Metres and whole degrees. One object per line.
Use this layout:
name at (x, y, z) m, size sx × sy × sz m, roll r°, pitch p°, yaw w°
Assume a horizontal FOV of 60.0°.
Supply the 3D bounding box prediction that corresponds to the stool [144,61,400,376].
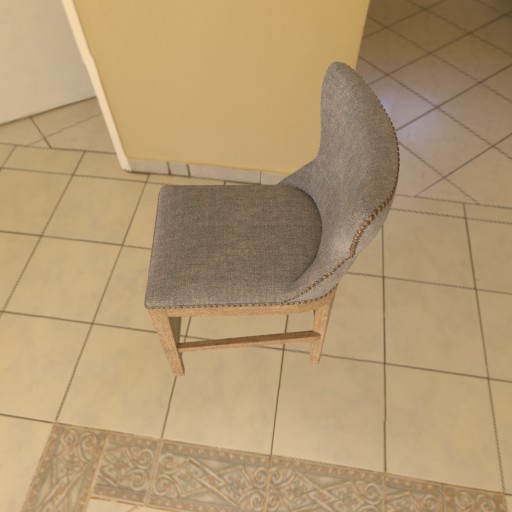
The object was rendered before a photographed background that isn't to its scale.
stool at (0.000, 0.000, 1.332) m, size 0.608 × 0.981 × 0.498 m, roll -1°, pitch 56°, yaw -1°
